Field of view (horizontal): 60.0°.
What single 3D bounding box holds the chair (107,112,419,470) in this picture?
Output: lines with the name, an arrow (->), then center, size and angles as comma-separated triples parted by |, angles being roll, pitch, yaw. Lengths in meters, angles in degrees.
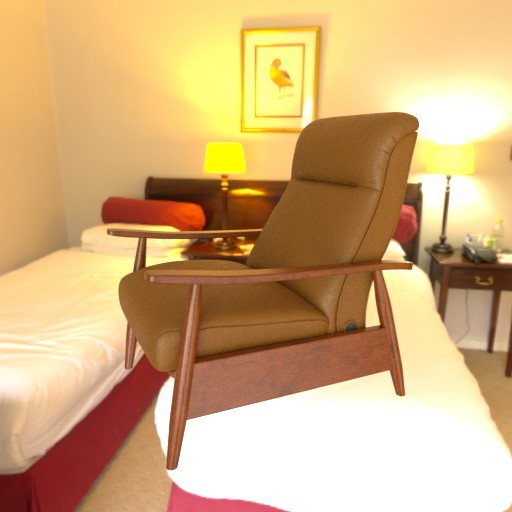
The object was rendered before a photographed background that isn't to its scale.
chair -> 0.000, 0.000, 1.742 | 1.014, 1.082, 0.762 | -7, 16, -25
